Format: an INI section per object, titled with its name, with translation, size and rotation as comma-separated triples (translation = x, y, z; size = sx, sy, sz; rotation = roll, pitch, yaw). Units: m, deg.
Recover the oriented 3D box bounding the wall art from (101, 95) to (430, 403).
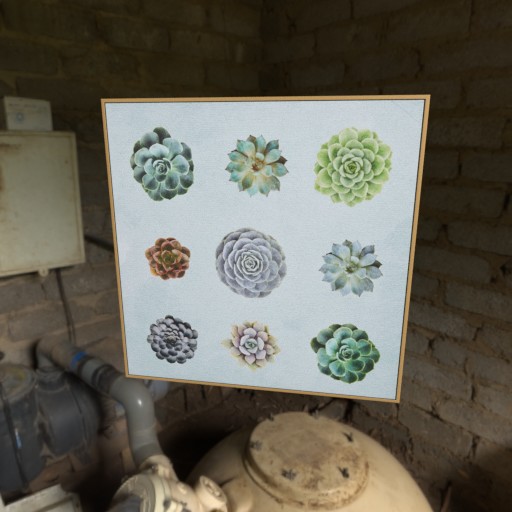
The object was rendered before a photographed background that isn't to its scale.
[wall art]
translation = 0.000, 0.000, 0.969
size = 0.657, 0.655, 0.014
rotation = 3, 16, 9
